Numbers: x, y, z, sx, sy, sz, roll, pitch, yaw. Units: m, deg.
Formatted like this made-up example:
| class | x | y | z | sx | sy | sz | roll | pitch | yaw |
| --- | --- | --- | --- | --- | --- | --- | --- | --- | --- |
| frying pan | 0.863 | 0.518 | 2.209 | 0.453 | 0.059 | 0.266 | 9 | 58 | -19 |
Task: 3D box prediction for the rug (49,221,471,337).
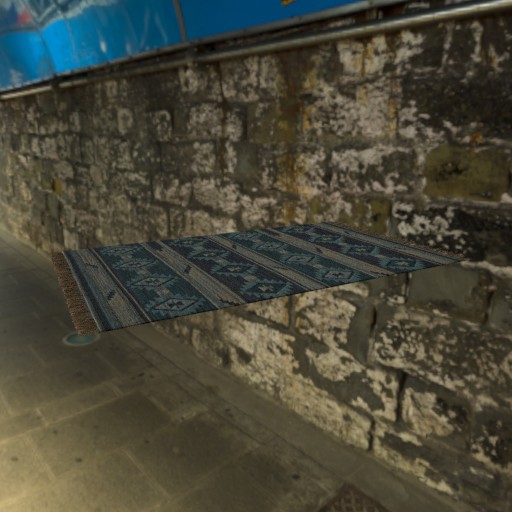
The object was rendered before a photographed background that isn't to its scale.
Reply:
| class | x | y | z | sx | sy | sz | roll | pitch | yaw |
| --- | --- | --- | --- | --- | --- | --- | --- | --- | --- |
| rug | 0.000 | 0.000 | 2.353 | 1.936 | 0.028 | 1.181 | -8 | 17 | -27 |
